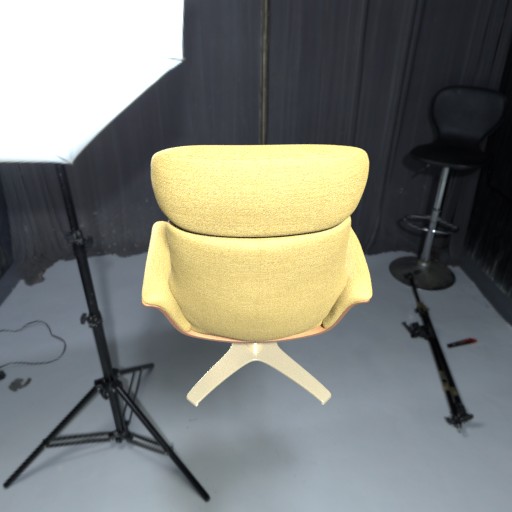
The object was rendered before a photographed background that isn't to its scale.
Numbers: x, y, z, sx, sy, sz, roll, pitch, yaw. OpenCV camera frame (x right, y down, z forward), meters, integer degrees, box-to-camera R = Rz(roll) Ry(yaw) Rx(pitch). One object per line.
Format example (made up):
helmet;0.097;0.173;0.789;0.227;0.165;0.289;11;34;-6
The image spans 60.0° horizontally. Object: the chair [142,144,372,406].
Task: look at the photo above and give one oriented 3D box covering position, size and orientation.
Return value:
chair;0.000;0.000;1.579;0.785;0.995;0.837;-1;30;-2
